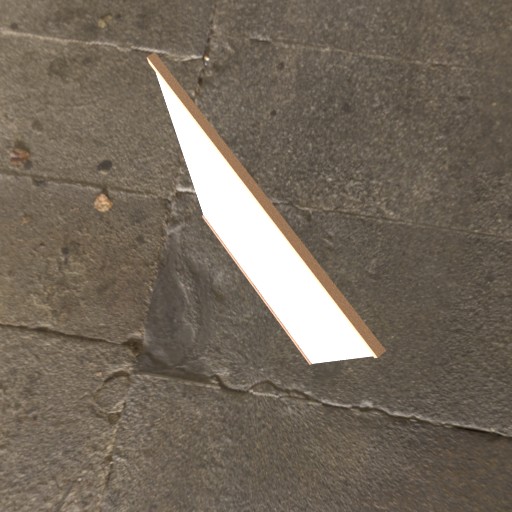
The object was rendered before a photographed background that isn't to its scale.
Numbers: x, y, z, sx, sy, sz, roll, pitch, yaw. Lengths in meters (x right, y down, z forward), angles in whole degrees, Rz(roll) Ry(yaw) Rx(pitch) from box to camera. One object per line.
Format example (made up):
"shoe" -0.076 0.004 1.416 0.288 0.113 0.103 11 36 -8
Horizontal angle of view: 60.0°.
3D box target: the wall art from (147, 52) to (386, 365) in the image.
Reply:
"wall art" 0.000 0.000 0.812 0.012 0.608 0.459 -35 78 -8
